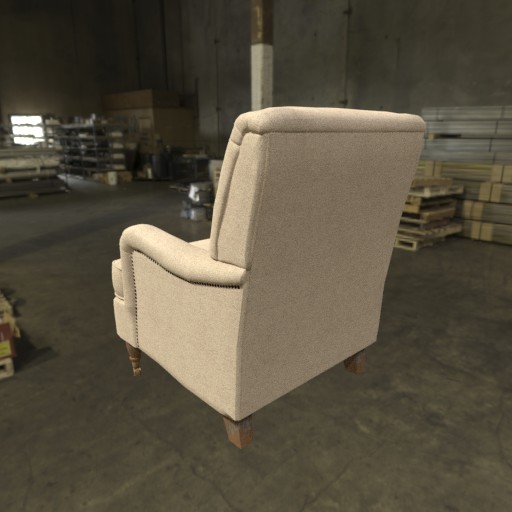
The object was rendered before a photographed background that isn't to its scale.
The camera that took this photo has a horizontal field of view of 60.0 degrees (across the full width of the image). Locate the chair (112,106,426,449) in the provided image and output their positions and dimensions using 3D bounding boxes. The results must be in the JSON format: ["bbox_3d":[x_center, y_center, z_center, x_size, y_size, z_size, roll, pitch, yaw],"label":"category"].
[{"bbox_3d":[0.000,0.000,1.805,0.879,1.119,0.953,-15,21,-42],"label":"chair"}]
